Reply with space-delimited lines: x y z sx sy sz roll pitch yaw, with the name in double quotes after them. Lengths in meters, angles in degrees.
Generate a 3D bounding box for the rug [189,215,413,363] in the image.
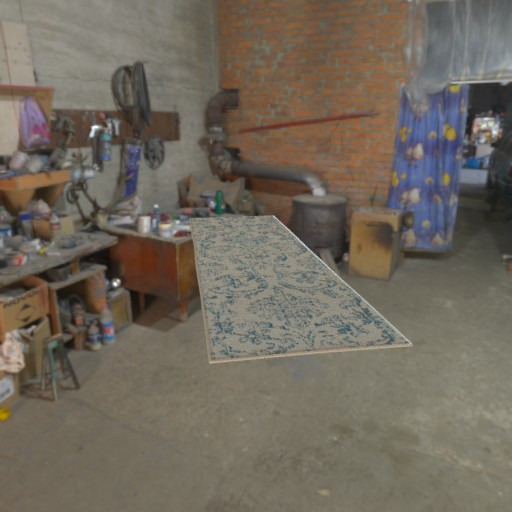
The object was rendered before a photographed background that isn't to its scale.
0.000 0.000 2.421 0.662 0.011 2.196 -3 17 -9 "rug"
